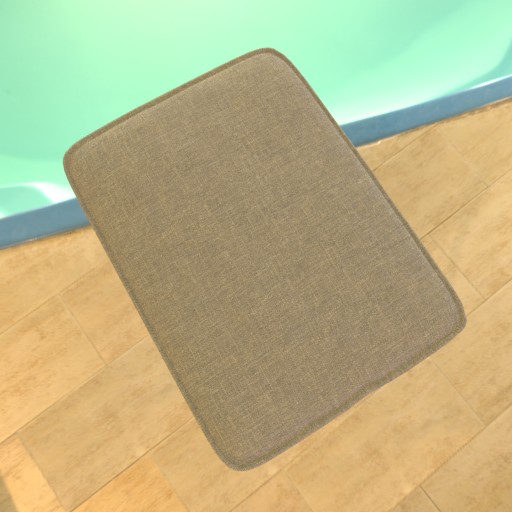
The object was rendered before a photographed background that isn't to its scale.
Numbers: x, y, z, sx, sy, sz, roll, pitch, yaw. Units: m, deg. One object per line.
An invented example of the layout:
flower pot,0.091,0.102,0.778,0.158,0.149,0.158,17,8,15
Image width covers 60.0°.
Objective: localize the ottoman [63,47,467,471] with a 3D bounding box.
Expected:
ottoman,0.000,0.000,1.074,0.559,0.457,0.762,-30,78,-7
